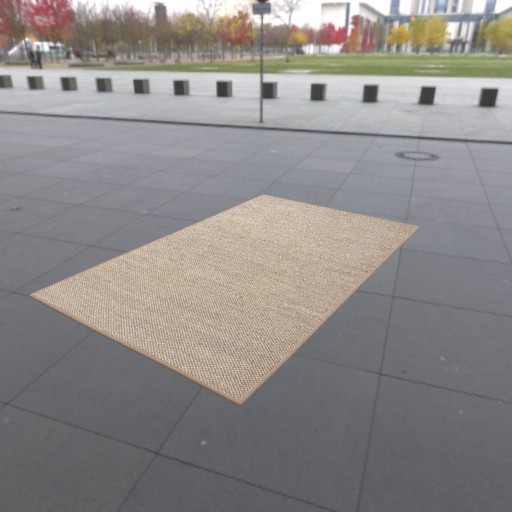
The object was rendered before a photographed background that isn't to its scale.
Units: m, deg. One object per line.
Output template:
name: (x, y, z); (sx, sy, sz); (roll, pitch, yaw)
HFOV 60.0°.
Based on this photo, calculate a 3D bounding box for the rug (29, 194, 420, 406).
rug: (0.000, 0.000, 2.115); (1.061, 0.012, 1.668); (17, 30, 31)
